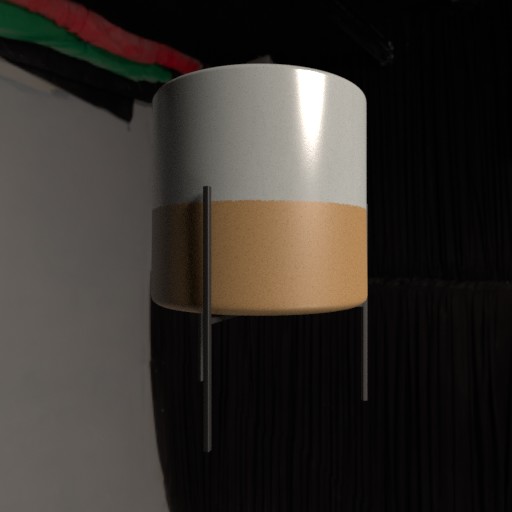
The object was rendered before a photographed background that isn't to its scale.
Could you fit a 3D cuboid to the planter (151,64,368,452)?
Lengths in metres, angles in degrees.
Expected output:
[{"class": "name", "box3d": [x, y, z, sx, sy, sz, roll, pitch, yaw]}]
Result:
[{"class": "planter", "box3d": [0.000, 0.000, 0.640, 0.310, 0.432, 0.310, 0, 0, 37]}]
